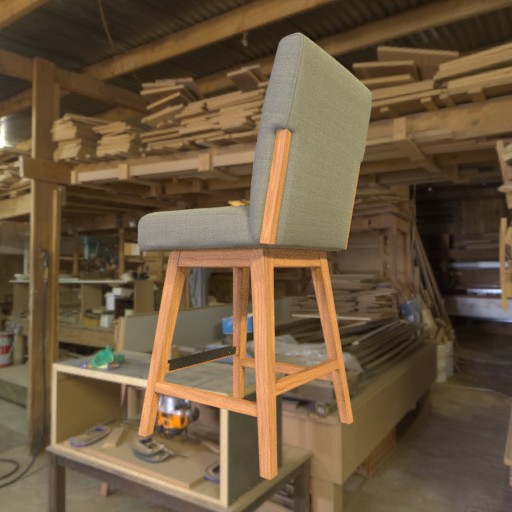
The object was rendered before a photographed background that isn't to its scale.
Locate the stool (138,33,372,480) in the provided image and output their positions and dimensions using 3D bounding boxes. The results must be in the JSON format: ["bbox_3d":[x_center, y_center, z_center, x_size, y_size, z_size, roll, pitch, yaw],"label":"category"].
[{"bbox_3d":[0.000,0.000,1.308,0.570,1.019,0.459,-1,-1,36],"label":"stool"}]
